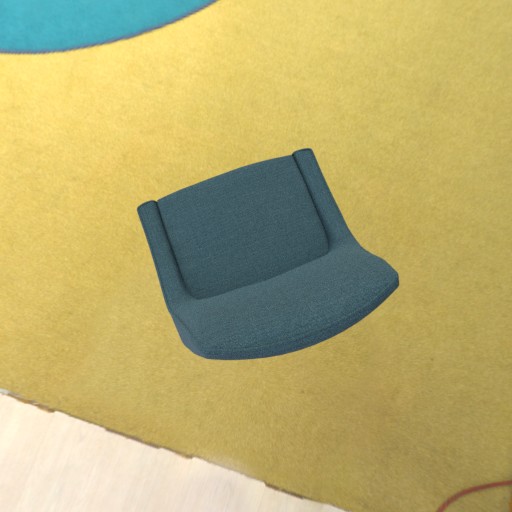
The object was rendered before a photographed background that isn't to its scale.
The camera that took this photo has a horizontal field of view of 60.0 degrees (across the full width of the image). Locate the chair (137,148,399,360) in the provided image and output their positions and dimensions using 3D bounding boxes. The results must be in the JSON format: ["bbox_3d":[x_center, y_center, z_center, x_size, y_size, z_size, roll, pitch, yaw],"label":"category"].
[{"bbox_3d":[0.000,0.000,1.186,0.529,0.861,0.544,-20,77,-5],"label":"chair"}]
